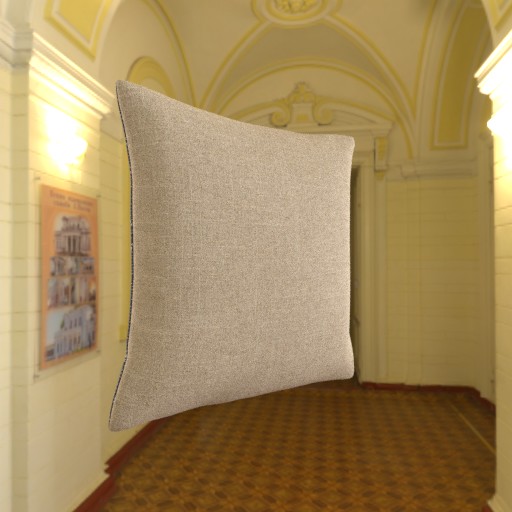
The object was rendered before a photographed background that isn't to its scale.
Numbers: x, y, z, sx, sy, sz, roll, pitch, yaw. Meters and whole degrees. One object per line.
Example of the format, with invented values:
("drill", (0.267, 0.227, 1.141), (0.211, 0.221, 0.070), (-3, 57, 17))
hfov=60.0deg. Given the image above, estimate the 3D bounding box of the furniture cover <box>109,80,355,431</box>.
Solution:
("furniture cover", (0.000, 0.000, 0.779), (0.511, 0.503, 0.162), (1, -1, -37))
